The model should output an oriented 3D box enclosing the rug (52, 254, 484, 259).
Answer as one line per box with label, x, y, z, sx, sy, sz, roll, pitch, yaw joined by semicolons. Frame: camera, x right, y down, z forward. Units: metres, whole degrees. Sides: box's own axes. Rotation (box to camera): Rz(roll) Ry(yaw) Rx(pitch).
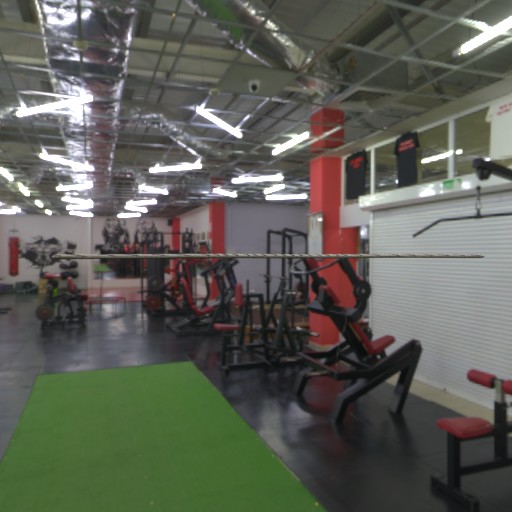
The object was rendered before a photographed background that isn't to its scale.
rug;0.000;0.000;2.356;1.842;0.019;1.237;0;0;-18
